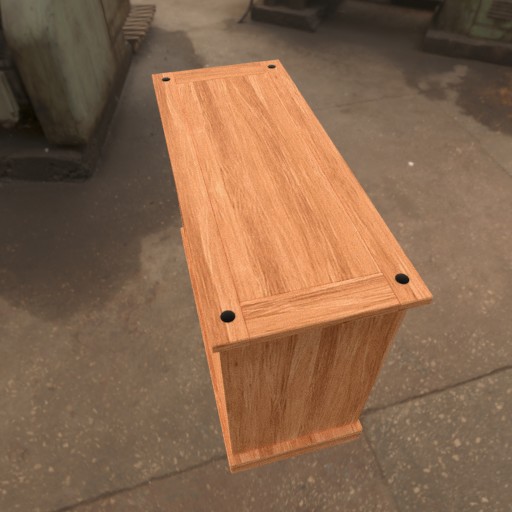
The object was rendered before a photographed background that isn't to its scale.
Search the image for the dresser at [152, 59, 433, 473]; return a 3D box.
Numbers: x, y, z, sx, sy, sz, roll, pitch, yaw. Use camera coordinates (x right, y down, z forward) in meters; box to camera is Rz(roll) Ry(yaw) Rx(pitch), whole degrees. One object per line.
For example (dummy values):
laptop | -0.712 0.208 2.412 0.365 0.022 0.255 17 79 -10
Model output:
dresser | 0.000 0.000 1.362 0.410 0.740 0.990 -11 49 -10
